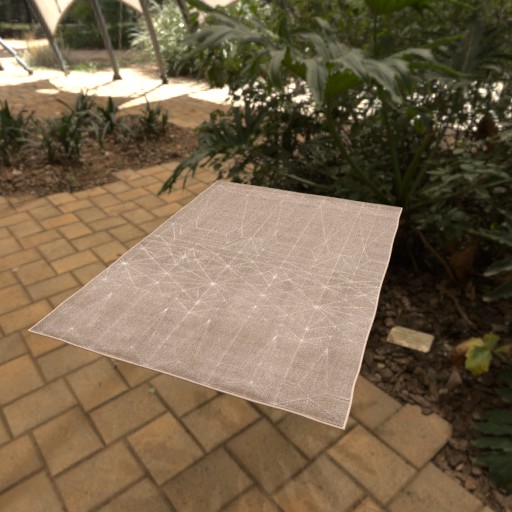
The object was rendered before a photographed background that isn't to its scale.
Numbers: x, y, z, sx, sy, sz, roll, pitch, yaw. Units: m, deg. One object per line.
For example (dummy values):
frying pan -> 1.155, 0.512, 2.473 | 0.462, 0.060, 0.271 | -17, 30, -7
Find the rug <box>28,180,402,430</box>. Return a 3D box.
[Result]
rug -> 0.000, 0.000, 4.337 | 2.449, 0.019, 3.357 | 11, 33, 18
